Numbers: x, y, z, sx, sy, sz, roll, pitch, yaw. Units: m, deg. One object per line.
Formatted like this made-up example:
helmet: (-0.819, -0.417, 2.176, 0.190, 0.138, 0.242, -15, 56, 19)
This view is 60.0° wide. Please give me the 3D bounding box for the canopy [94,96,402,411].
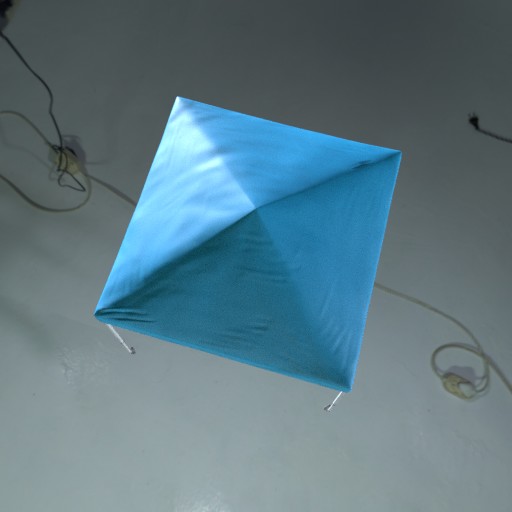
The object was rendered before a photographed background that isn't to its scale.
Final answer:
canopy: (0.000, 0.000, 5.030, 2.849, 2.849, 2.848, 15, 75, 4)
